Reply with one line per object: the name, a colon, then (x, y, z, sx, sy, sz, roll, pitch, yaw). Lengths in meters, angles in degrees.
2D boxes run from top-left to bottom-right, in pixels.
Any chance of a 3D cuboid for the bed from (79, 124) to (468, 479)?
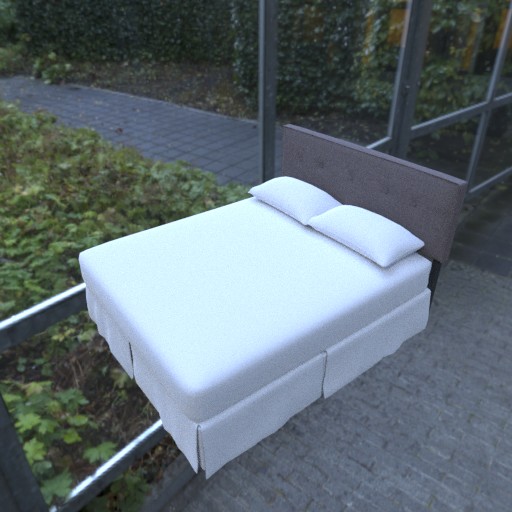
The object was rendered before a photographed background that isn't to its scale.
bed: (0.000, 0.000, 2.874, 1.894, 1.089, 1.610, -22, 38, -31)
